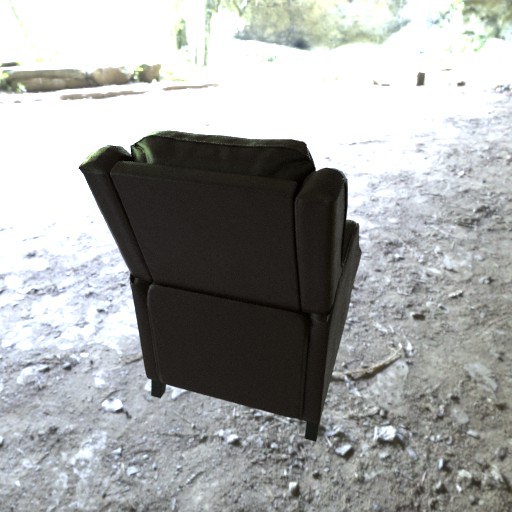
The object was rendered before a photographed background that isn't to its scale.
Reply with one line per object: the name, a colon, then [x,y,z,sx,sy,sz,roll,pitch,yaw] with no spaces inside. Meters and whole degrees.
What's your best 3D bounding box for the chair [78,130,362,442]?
chair: [0.000,0.000,1.780,0.770,1.132,0.982,10,31,16]
